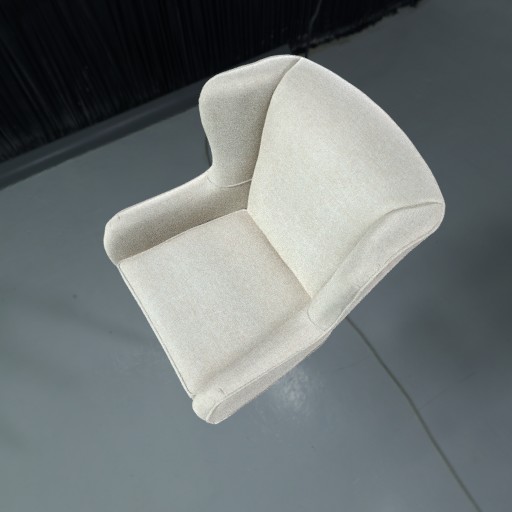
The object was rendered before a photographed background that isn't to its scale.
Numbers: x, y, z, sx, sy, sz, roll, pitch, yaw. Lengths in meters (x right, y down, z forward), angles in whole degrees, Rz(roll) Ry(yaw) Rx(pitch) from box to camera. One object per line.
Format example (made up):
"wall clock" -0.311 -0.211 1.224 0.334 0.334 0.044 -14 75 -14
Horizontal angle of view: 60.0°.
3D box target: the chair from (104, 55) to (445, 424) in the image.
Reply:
"chair" 0.000 0.000 1.710 0.966 1.040 0.838 -30 68 -14
